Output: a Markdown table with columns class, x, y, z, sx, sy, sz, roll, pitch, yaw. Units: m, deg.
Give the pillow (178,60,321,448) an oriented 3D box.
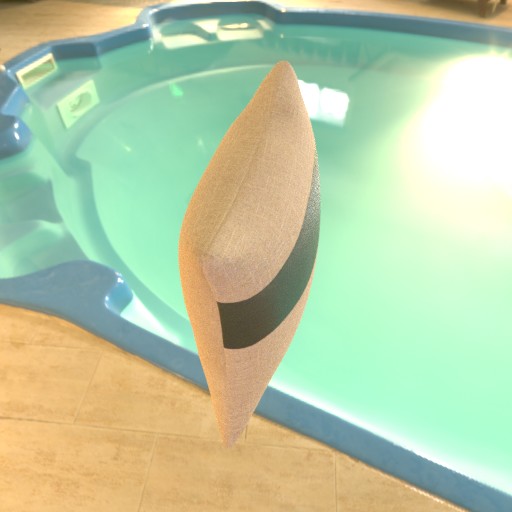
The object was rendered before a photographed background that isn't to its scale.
| class | x | y | z | sx | sy | sz | roll | pitch | yaw |
| --- | --- | --- | --- | --- | --- | --- | --- | --- | --- |
| pillow | 0.000 | 0.000 | 0.640 | 0.173 | 0.399 | 0.414 | 9 | 46 | 8 |
